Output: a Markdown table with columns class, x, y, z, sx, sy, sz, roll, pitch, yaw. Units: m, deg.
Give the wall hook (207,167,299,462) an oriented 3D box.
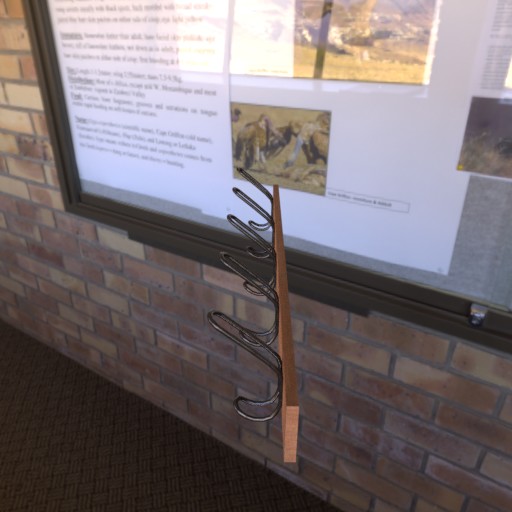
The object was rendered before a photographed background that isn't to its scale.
| class | x | y | z | sx | sy | sz | roll | pitch | yaw |
| --- | --- | --- | --- | --- | --- | --- | --- | --- | --- |
| wall hook | 0.000 | 0.000 | 0.597 | 0.076 | 0.116 | 0.554 | 0 | 27 | 1 |
